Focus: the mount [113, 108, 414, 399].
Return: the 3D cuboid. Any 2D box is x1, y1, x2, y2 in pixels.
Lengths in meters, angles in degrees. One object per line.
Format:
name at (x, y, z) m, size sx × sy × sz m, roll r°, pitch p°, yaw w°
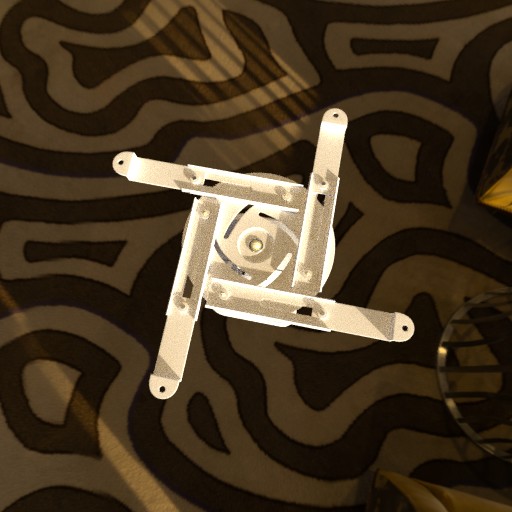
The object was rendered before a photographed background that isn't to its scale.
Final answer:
mount at (0.000, 0.000, 0.600) m, size 0.394 × 0.141 × 0.394 m, roll 11°, pitch 76°, yaw 3°
